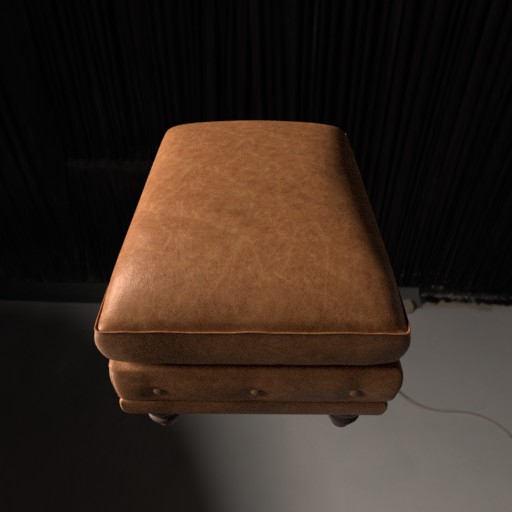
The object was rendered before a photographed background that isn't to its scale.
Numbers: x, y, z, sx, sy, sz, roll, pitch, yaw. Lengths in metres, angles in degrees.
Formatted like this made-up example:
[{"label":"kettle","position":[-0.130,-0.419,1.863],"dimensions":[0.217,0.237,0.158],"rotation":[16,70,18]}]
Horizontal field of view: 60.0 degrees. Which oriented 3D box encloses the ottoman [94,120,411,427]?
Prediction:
[{"label":"ottoman","position":[0.000,0.000,1.052],"dimensions":[0.533,0.480,0.710],"rotation":[0,41,0]}]
